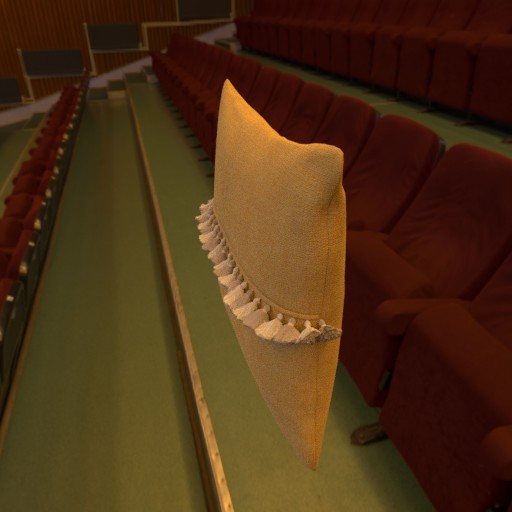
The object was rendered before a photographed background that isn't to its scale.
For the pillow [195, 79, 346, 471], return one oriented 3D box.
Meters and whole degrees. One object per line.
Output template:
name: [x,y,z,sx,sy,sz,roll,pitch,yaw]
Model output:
pillow: [0.000,0.000,0.730,0.167,0.481,0.485,-9,31,-14]
